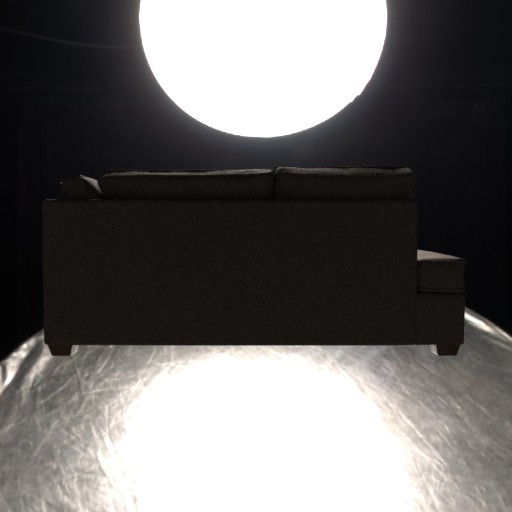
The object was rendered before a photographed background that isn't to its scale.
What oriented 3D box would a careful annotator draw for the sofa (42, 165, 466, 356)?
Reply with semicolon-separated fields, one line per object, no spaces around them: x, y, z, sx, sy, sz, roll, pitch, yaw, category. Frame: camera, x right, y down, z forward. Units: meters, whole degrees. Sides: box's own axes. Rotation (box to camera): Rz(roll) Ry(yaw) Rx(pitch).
0.000;0.000;2.844;2.237;1.033;1.110;0;2;0;sofa
